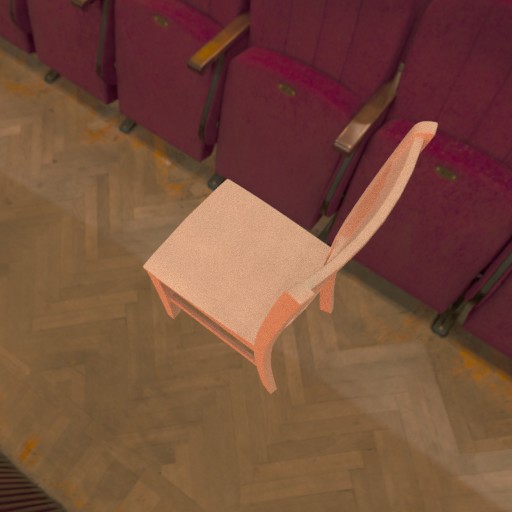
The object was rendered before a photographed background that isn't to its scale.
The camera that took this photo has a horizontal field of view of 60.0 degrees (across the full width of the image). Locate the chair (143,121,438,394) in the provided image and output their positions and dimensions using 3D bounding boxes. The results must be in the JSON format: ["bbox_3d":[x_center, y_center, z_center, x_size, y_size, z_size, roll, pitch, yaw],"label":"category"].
[{"bbox_3d":[0.000,0.000,1.255,0.555,0.998,0.450,34,68,16],"label":"chair"}]
